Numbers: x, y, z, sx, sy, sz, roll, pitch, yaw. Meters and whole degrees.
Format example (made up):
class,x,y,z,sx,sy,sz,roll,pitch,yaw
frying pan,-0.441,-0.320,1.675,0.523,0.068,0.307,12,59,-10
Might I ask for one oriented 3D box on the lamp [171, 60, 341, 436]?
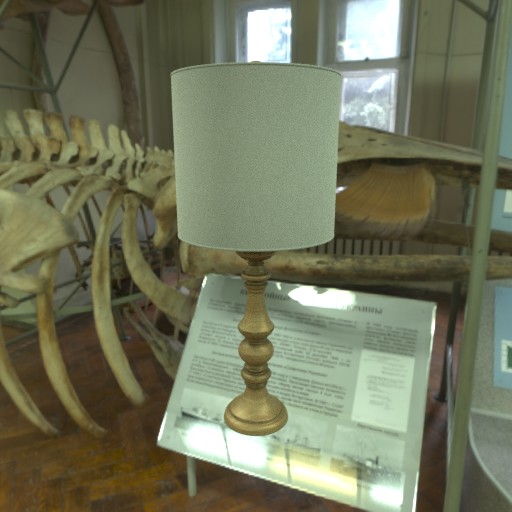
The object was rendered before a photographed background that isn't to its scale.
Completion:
class,x,y,z,sx,sy,sz,roll,pitch,yaw
lamp,0.000,0.000,0.729,0.250,0.597,0.250,-2,15,-9
